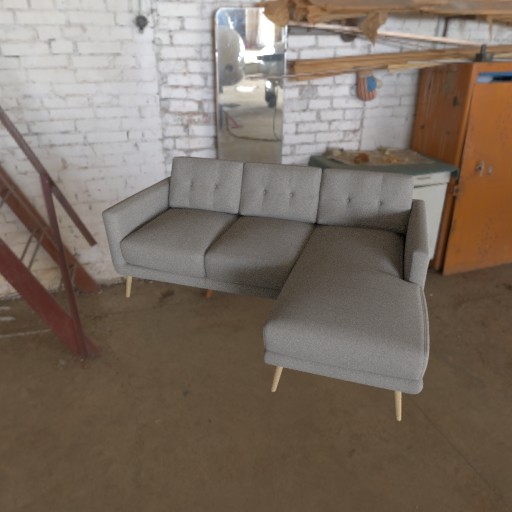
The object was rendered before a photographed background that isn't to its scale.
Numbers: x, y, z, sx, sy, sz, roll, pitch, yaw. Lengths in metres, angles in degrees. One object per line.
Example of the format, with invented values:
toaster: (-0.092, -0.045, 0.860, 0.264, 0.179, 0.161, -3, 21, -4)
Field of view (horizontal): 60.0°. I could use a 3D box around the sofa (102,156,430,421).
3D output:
sofa: (0.000, 0.000, 2.800, 2.040, 0.860, 1.530, 8, 27, 16)
